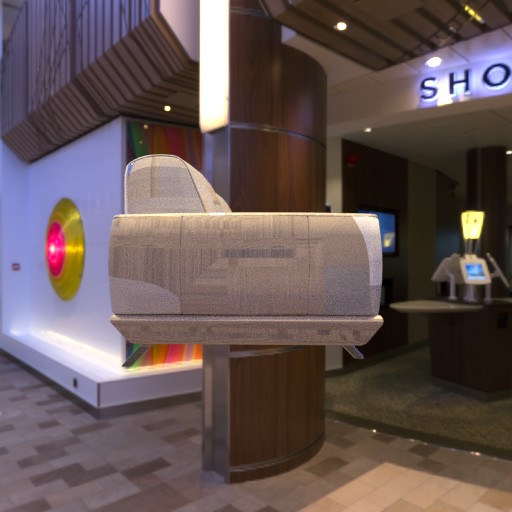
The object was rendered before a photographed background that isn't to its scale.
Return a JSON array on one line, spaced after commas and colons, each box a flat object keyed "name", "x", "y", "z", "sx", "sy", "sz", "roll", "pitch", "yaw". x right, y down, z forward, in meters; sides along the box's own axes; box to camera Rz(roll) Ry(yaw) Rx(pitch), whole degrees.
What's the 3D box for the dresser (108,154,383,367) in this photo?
[{"name": "dresser", "x": 0.000, "y": 0.000, "z": 5.810, "sx": 2.251, "sy": 1.863, "sz": 4.679, "roll": 0, "pitch": 0, "yaw": 2}]
